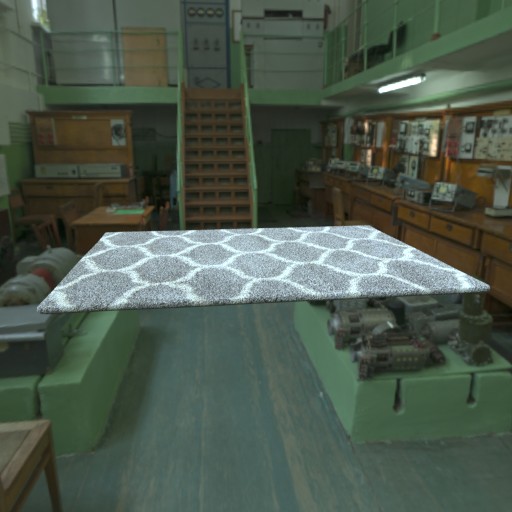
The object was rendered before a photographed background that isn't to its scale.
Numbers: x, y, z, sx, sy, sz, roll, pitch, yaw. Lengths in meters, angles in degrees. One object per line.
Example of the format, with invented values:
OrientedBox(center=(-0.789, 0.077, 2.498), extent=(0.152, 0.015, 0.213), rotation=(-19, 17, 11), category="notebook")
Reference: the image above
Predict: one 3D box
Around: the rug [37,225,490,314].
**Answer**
OrientedBox(center=(0.000, 0.000, 2.105), extent=(1.600, 0.025, 1.200), rotation=(-2, 15, -8), category="rug")
